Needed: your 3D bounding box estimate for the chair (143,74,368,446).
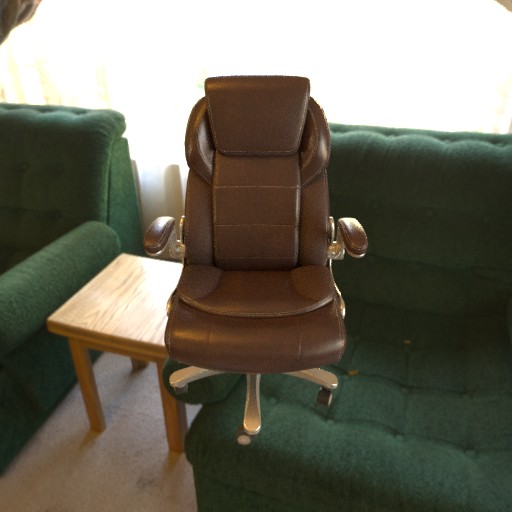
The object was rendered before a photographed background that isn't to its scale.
[{"bbox_3d":[0.000,0.000,1.628,0.733,1.160,0.774,0,30,1],"label":"chair"}]
